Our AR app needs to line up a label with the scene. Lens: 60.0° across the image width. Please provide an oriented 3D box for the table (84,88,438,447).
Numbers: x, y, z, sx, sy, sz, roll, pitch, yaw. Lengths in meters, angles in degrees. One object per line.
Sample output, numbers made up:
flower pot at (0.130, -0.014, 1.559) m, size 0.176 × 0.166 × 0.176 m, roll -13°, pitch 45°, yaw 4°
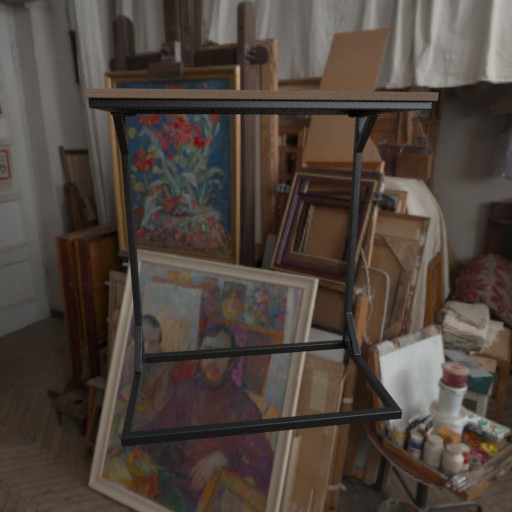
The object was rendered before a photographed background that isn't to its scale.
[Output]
table at (0.000, 0.000, 0.997) m, size 0.597 × 0.673 × 0.351 m, roll -2°, pitch 16°, yaw -8°
